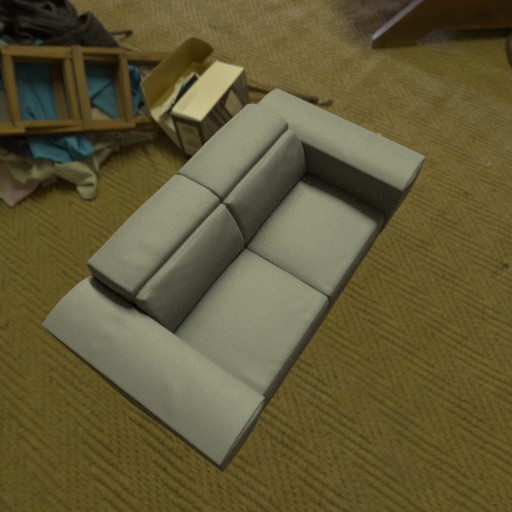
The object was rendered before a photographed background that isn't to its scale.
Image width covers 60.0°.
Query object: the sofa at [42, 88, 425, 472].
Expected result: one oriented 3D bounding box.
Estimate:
[{"bbox_3d":[0.000,0.000,2.369,1.003,0.779,1.895,31,64,17],"label":"sofa"}]
